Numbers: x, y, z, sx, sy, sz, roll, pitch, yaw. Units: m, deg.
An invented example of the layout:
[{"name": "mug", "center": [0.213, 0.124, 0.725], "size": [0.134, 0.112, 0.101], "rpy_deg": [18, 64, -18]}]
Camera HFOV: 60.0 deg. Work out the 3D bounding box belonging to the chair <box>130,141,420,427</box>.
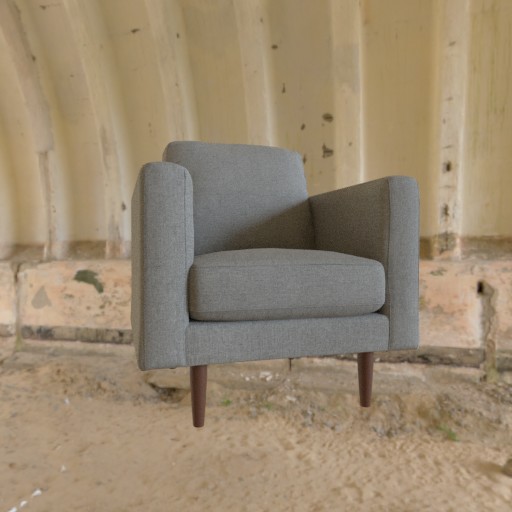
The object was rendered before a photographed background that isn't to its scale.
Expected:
[{"name": "chair", "center": [0.000, 0.000, 1.594], "size": [0.855, 0.927, 0.800], "rpy_deg": [0, 1, -17]}]
